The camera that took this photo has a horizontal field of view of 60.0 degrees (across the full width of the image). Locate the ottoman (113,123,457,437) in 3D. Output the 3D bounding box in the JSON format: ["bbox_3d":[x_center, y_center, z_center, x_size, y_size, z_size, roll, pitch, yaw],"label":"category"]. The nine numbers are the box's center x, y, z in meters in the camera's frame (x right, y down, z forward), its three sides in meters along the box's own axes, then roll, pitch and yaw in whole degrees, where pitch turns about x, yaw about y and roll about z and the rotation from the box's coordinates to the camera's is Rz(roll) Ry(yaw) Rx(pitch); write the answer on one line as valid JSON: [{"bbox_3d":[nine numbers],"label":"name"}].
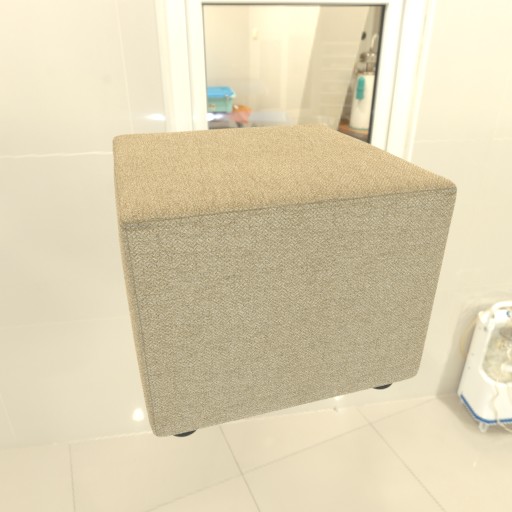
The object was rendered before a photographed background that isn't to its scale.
[{"bbox_3d":[0.000,0.000,0.892,0.508,0.432,0.508,-8,28,-15],"label":"ottoman"}]
